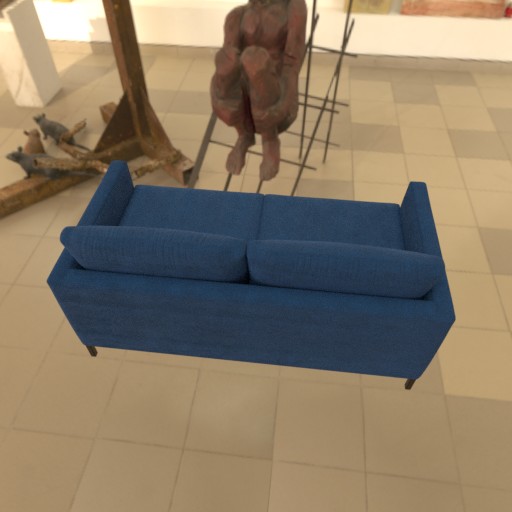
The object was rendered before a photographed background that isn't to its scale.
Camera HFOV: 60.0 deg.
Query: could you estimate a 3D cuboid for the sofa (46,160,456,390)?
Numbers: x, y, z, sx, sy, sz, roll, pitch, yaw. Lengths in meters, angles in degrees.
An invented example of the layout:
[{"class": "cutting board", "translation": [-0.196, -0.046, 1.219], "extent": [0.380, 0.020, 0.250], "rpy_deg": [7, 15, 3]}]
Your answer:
[{"class": "sofa", "translation": [0.000, 0.000, 2.198], "extent": [1.676, 0.817, 0.875], "rpy_deg": [5, 48, 4]}]
